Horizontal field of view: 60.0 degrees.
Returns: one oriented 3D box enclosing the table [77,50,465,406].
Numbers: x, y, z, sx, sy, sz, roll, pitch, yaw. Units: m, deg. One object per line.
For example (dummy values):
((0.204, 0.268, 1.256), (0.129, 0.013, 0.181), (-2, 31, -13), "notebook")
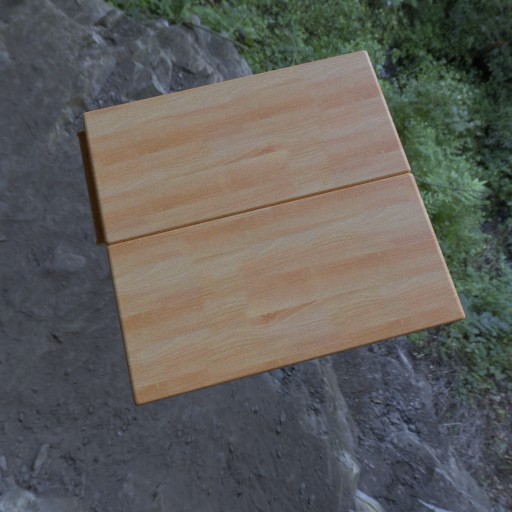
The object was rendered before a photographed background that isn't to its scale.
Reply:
((0.000, 0.000, 1.404), (0.752, 0.832, 0.693), (-14, 76, -3), "table")
